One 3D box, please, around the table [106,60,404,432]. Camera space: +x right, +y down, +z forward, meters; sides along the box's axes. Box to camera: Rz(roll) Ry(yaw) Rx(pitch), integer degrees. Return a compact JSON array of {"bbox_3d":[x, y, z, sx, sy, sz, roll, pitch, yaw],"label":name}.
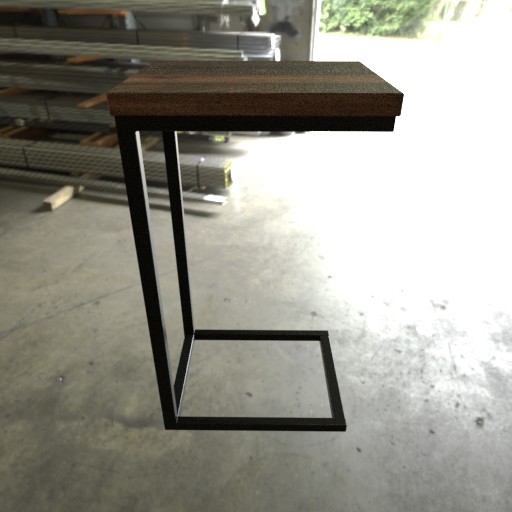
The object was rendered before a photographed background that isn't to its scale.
[{"bbox_3d":[0.000,0.000,0.934,0.414,0.718,0.323,0,31,1],"label":"table"}]
